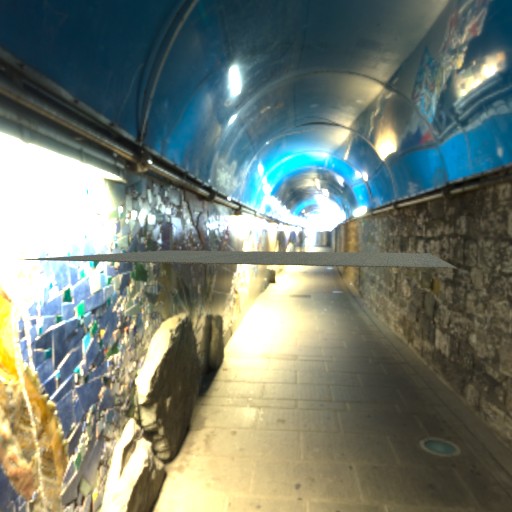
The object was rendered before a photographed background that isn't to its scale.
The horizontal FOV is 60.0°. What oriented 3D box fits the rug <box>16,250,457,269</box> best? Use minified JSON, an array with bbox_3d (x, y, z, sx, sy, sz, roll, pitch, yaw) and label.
[{"bbox_3d":[0.000,0.000,4.177,3.197,0.006,2.438,1,3,18],"label":"rug"}]
